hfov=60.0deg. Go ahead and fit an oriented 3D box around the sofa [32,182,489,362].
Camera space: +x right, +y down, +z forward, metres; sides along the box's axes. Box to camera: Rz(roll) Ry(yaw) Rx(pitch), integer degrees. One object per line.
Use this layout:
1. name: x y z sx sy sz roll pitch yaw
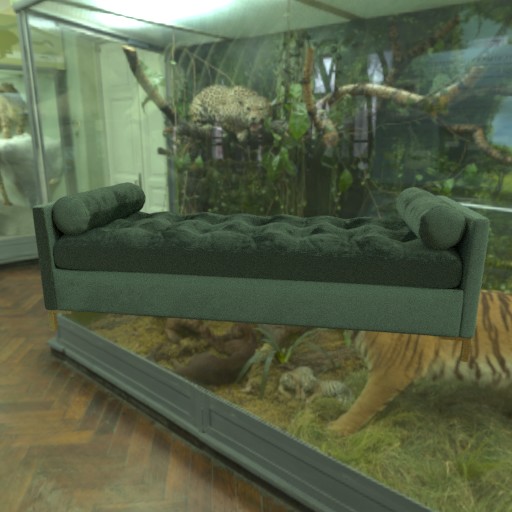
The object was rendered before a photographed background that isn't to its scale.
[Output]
1. sofa: 0.000 0.000 2.414 2.102 0.705 0.796 2 15 9
